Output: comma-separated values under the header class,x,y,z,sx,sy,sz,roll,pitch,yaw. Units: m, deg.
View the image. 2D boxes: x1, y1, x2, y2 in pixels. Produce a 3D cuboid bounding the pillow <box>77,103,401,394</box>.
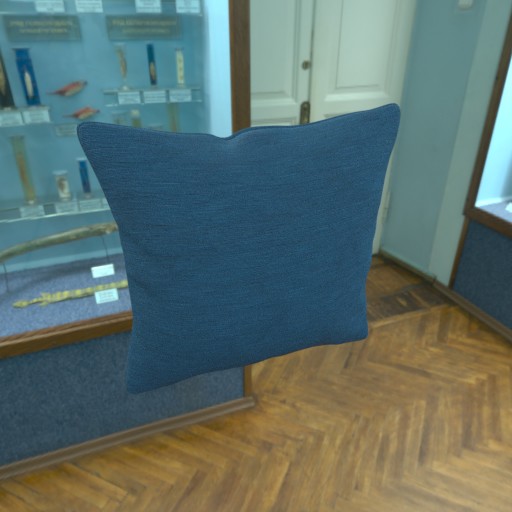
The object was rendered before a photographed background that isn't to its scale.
class,x,y,z,sx,sy,sz,roll,pitch,yaw
pillow,0.000,0.000,0.667,0.437,0.420,0.177,-9,29,-17
